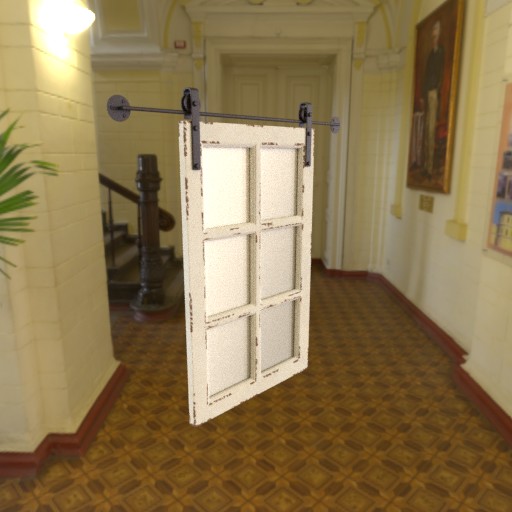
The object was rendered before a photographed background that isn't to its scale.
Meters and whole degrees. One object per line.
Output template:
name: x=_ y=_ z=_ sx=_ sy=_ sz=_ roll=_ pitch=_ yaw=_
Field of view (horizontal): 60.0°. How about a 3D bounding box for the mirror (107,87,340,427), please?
mirror: x=0.000 y=0.000 z=1.234 sx=0.808 sy=0.844 sz=0.037 roll=-13 pitch=18 yaw=-44
